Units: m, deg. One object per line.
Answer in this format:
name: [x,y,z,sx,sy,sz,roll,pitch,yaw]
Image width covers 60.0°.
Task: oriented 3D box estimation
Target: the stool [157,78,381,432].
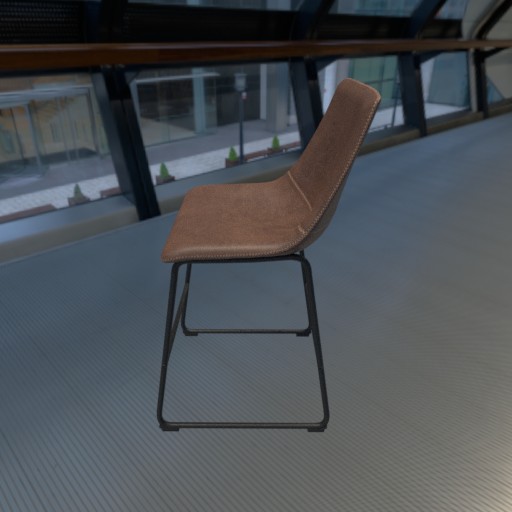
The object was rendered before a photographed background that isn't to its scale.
stool: [0.000,0.000,1.234,0.550,0.890,0.460,0,28,0]
